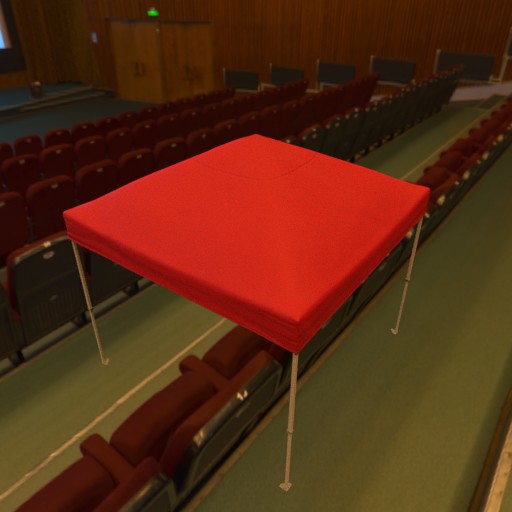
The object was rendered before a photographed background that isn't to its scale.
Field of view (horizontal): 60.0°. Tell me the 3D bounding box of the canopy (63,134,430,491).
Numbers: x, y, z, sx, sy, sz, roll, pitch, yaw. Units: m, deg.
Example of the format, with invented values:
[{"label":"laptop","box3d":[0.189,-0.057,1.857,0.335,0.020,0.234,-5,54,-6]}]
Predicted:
[{"label":"canopy","box3d":[0.000,0.000,5.409,2.998,2.997,2.996,22,38,30]}]
